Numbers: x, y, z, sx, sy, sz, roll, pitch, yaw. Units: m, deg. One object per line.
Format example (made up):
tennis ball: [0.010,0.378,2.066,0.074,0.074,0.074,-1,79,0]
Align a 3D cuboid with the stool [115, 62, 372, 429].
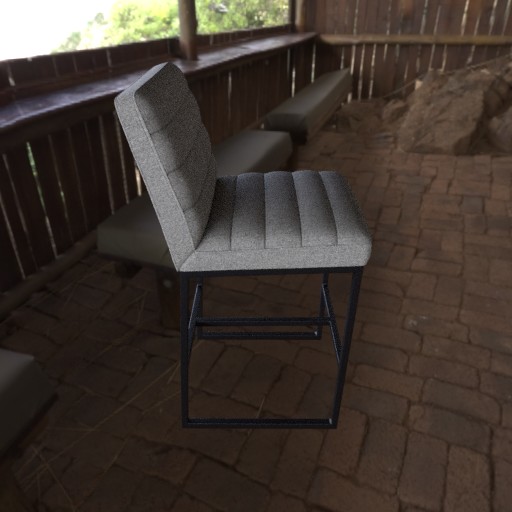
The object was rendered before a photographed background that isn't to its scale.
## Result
stool: [0.000,0.000,1.336,0.571,1.034,0.459,0,32,0]
